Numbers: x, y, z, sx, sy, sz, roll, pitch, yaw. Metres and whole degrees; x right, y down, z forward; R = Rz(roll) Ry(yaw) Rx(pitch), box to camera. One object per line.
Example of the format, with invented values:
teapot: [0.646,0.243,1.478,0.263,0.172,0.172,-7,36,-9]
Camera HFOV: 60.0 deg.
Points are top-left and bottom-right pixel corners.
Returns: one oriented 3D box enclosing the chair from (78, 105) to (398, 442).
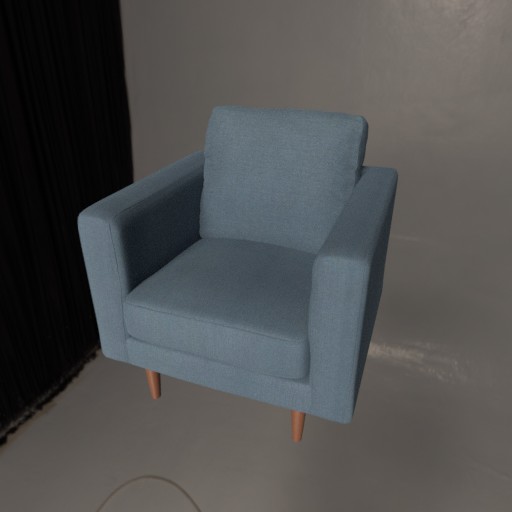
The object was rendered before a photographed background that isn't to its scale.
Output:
chair: [0.000,0.000,1.565,0.855,0.922,0.820,10,29,18]
